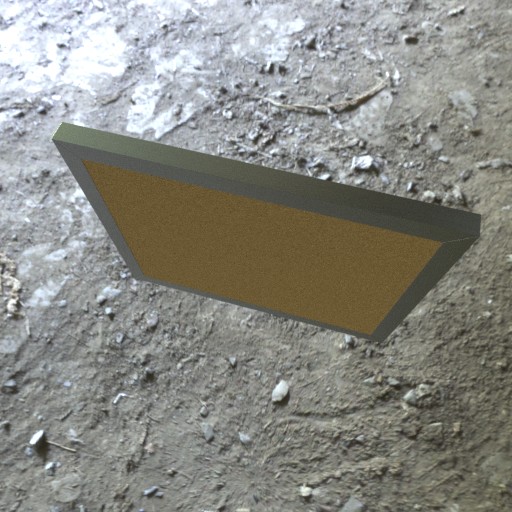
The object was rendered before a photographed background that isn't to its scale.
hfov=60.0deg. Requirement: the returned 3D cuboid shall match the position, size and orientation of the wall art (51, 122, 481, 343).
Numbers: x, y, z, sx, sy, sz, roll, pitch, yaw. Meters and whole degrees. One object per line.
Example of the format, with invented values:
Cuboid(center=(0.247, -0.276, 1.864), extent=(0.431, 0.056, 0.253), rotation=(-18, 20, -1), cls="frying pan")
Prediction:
Cuboid(center=(0.000, 0.000, 0.766), extent=(0.557, 0.456, 0.032), rotation=(14, 64, 7), cls="wall art")
